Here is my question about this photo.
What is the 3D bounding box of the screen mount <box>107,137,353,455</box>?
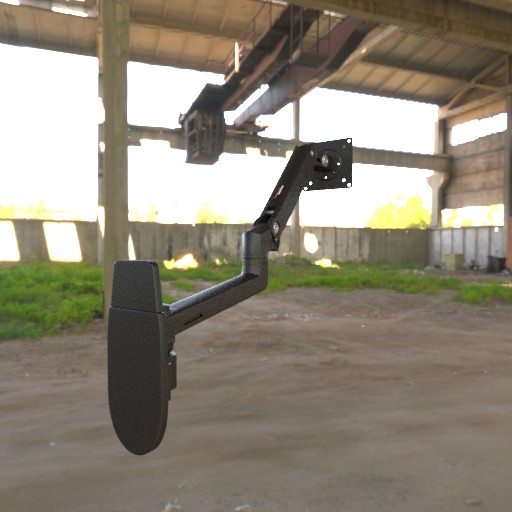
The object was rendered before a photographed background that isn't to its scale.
[{"bbox_3d":[0.000,0.000,0.726,0.115,0.466,0.495,1,2,37],"label":"screen mount"}]
